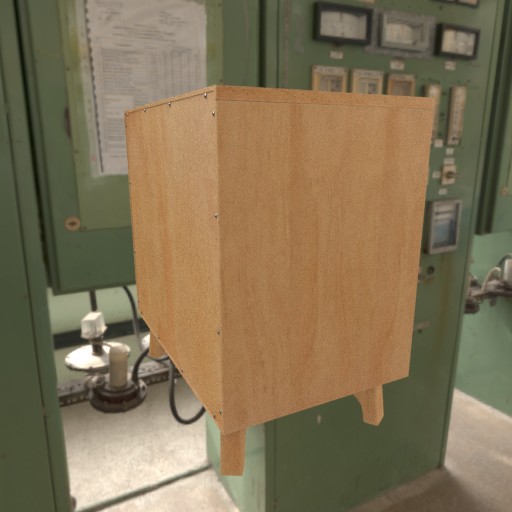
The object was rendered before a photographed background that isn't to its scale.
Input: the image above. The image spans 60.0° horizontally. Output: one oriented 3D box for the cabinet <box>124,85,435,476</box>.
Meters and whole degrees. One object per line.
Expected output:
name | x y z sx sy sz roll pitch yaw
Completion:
cabinet | 0.000 0.000 0.932 0.394 0.599 0.551 -7 16 -26
